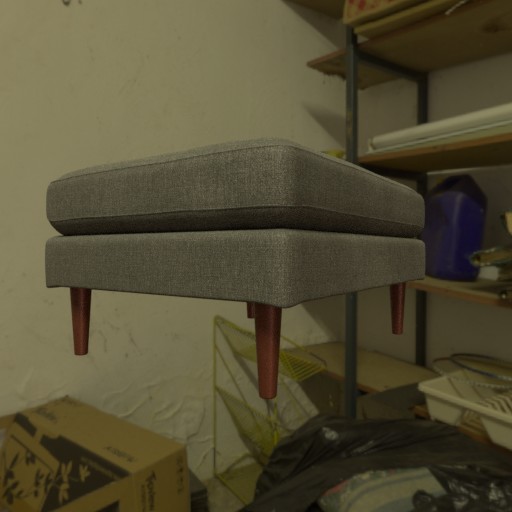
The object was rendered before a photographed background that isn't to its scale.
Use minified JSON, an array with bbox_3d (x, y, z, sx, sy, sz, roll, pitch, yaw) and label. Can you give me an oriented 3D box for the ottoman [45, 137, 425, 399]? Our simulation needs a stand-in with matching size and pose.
[{"bbox_3d":[0.000,0.000,1.202,0.693,0.474,0.821,0,1,35],"label":"ottoman"}]
